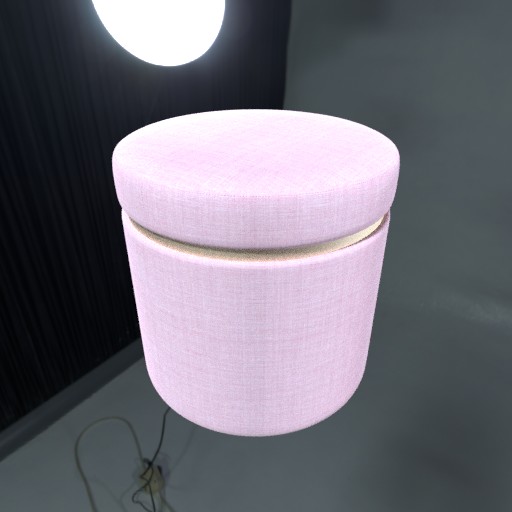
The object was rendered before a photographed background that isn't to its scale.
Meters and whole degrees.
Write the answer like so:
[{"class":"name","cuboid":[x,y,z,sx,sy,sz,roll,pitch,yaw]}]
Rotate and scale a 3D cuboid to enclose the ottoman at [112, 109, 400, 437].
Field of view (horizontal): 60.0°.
[{"class":"ottoman","cuboid":[0.000,0.000,0.725,0.400,0.406,0.400,0,30,0]}]
